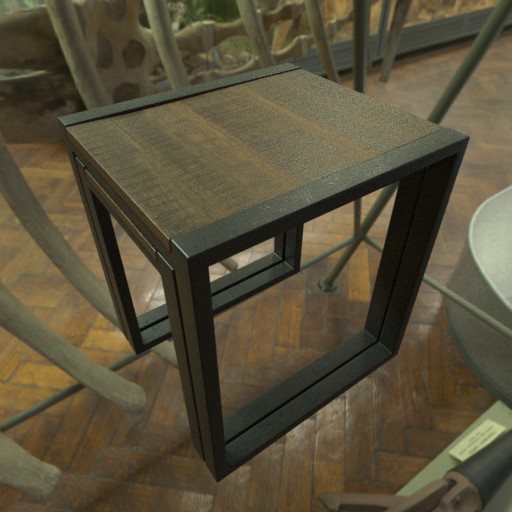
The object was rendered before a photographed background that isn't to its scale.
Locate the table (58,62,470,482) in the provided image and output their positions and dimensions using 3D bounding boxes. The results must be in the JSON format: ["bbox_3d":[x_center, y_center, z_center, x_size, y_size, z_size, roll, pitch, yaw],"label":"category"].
[{"bbox_3d":[0.000,0.000,0.892,0.500,0.550,0.449,-25,46,-26],"label":"table"}]
